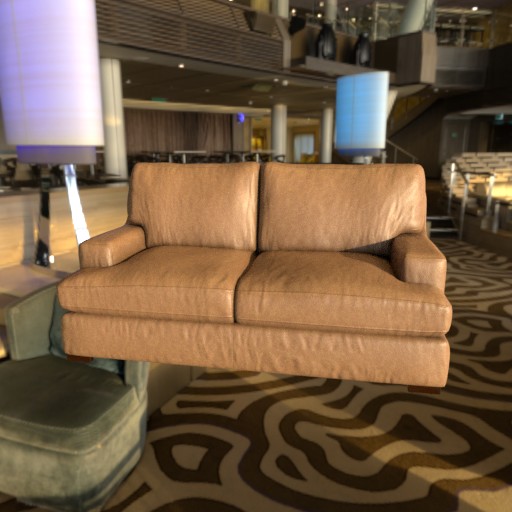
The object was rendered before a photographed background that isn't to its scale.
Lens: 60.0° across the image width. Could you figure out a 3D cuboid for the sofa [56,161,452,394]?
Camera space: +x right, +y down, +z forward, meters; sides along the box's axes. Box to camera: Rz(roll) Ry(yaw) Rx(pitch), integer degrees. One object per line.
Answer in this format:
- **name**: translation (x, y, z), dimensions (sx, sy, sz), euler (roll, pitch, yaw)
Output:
- **sofa**: translation (0.000, 0.000, 2.383), dimensions (1.855, 0.980, 0.962), euler (2, 13, 10)
